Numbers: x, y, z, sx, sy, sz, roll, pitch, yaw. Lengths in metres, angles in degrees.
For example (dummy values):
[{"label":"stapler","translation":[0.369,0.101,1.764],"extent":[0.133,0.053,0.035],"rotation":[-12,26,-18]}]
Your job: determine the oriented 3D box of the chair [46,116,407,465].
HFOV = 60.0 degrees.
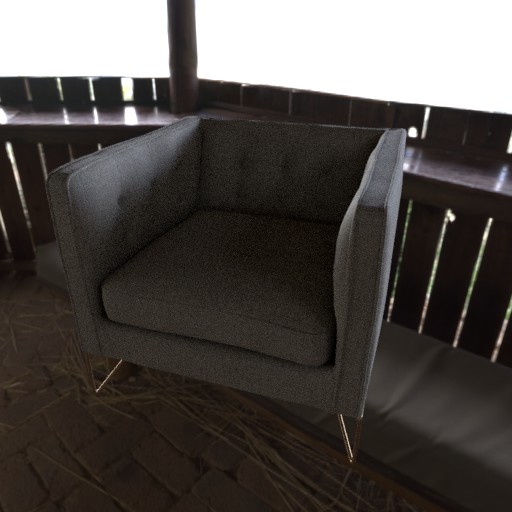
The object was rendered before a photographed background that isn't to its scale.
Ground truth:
[{"label":"chair","translation":[0.000,0.000,1.585],"extent":[0.920,0.799,0.912],"rotation":[9,28,17]}]
